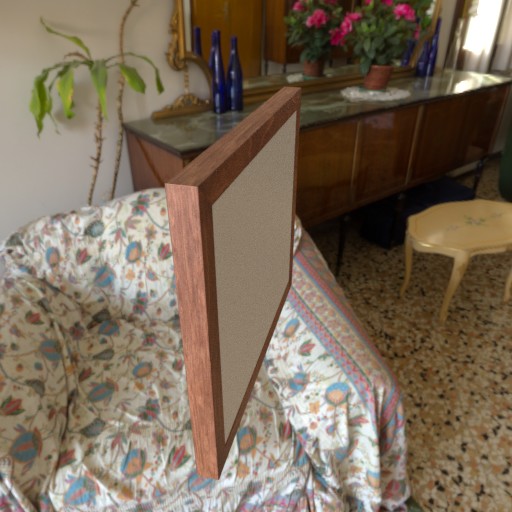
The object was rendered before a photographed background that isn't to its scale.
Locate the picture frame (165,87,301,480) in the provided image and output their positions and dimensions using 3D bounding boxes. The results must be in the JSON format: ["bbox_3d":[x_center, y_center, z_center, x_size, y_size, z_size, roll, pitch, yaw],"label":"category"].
[{"bbox_3d":[0.000,0.000,0.545,0.025,0.330,0.381,8,32,13],"label":"picture frame"}]
